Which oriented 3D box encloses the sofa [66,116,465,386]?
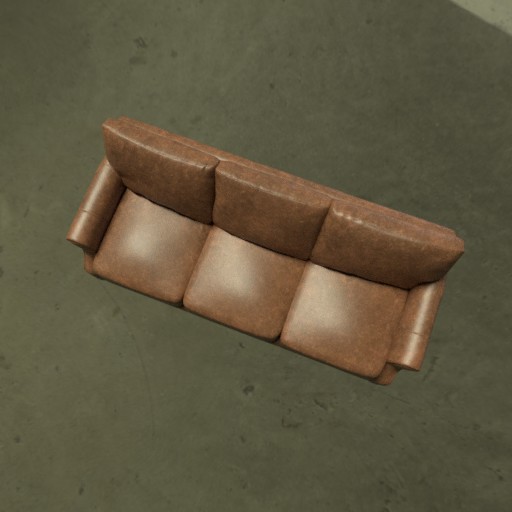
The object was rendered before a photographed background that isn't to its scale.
[{"bbox_3d":[0.000,0.000,2.890,2.351,0.977,0.973,20,77,5],"label":"sofa"}]
